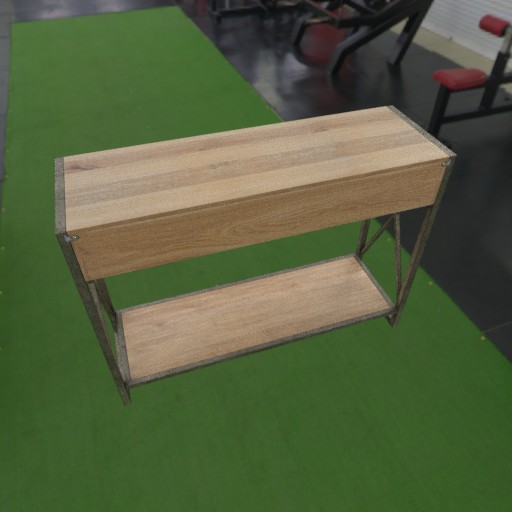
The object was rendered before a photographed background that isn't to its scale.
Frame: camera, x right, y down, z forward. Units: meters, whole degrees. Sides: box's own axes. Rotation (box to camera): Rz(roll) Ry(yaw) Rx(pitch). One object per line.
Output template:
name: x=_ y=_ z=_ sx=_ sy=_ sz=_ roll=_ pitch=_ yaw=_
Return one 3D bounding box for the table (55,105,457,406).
table: x=0.000 y=0.000 z=1.489 sx=1.059 sy=0.763 sz=0.361 roll=-13 pitch=44 yaw=-14
